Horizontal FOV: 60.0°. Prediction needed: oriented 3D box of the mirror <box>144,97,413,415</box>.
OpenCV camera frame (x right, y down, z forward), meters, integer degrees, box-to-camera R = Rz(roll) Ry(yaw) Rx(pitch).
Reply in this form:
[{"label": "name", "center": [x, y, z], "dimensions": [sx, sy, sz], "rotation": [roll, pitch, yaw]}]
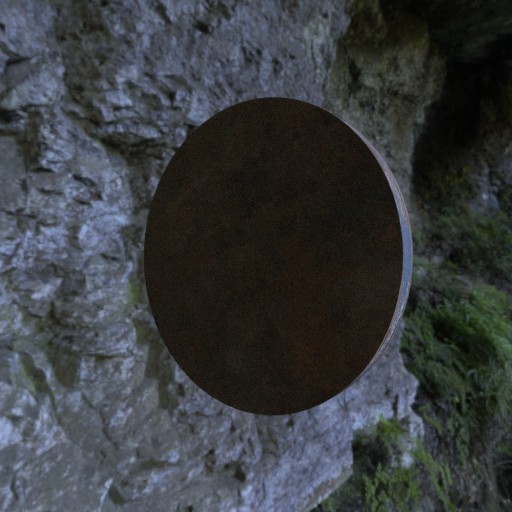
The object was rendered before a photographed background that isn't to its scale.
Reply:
[{"label": "mirror", "center": [0.000, 0.000, 0.856], "dimensions": [0.585, 0.585, 0.061], "rotation": [0, -1, 36]}]
